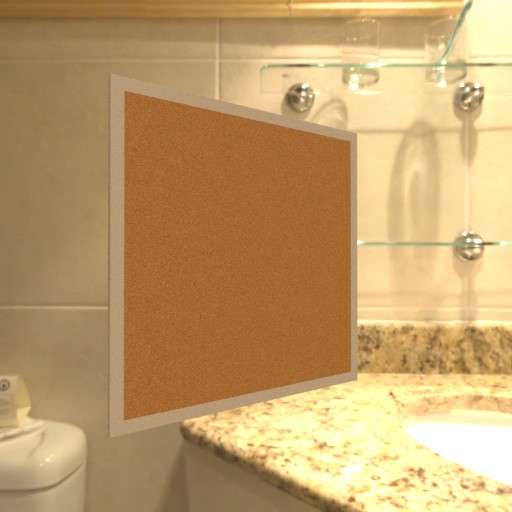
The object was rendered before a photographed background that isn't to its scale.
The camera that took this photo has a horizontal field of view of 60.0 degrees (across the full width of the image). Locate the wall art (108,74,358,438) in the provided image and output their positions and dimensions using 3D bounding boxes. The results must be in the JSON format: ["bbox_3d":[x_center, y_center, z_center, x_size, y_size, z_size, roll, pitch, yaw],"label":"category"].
[{"bbox_3d":[0.000,0.000,0.692,0.456,0.457,0.009,0,0,-36],"label":"wall art"}]
